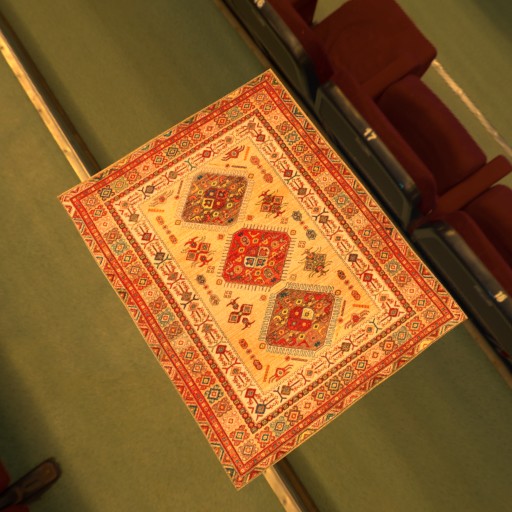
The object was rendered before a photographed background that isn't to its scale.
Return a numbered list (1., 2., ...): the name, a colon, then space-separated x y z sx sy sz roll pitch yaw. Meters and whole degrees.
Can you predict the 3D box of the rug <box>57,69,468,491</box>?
1. rug: 0.000 0.000 4.045 2.460 0.005 3.067 -34 79 -7
